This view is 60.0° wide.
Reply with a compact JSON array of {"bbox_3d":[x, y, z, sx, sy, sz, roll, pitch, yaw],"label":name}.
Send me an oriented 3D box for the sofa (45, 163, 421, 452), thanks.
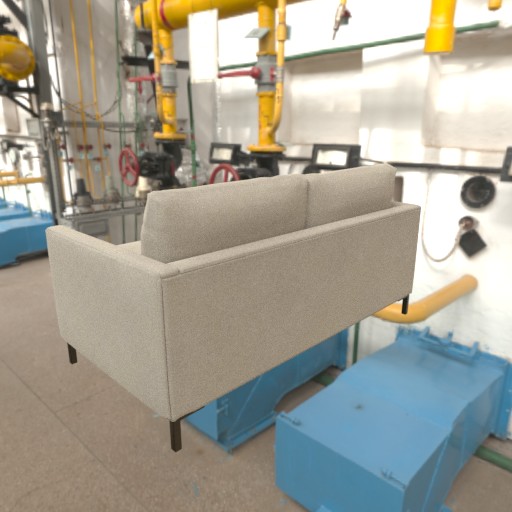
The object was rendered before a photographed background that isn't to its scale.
[{"bbox_3d":[0.000,0.000,2.163,0.875,0.840,1.682,16,22,43],"label":"sofa"}]
